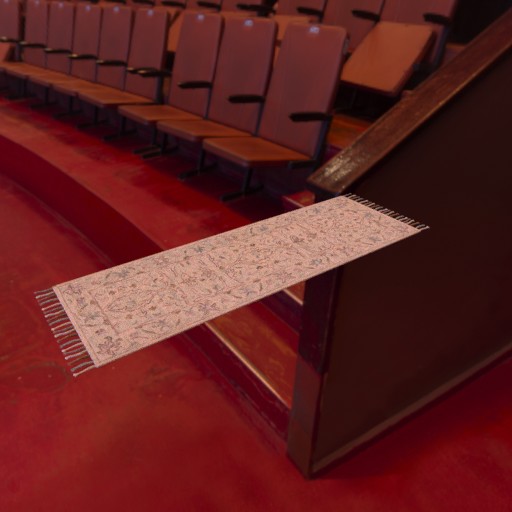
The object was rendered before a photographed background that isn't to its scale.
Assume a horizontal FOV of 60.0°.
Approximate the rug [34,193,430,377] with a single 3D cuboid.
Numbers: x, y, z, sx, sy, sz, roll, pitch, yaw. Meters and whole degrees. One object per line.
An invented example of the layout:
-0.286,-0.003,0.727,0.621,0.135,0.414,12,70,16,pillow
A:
0.000,0.000,2.762,2.440,0.013,0.769,-20,36,-30,rug
